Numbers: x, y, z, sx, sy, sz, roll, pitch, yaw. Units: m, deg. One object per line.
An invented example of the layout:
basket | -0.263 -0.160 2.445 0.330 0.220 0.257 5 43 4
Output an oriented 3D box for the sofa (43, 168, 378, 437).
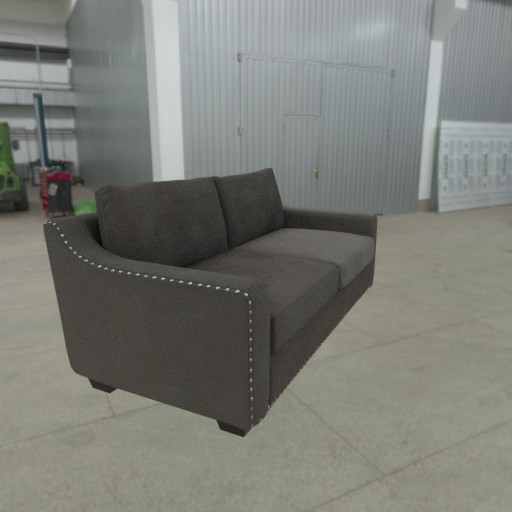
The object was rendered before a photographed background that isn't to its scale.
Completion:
sofa | 0.000 0.000 3.323 1.336 1.196 2.550 7 16 26
